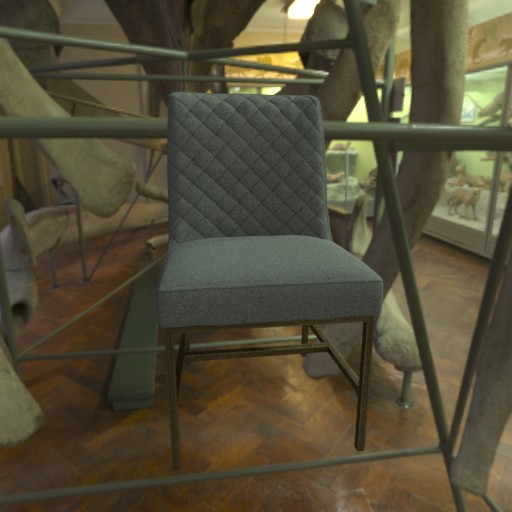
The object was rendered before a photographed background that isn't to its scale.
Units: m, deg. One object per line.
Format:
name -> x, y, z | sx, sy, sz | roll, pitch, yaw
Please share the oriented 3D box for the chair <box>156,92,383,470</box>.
chair -> 0.000, 0.000, 1.225 | 0.508, 0.889, 0.587 | -2, 16, -8
